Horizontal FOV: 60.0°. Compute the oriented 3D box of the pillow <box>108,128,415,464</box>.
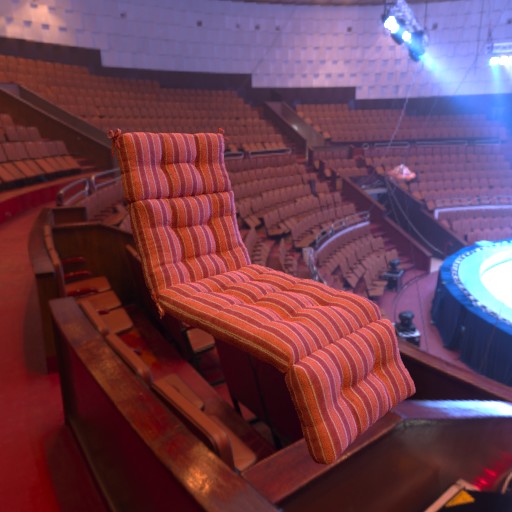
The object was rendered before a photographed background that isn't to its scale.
[{"bbox_3d":[0.000,0.000,1.517,1.016,0.863,0.526,14,20,43],"label":"pillow"}]
